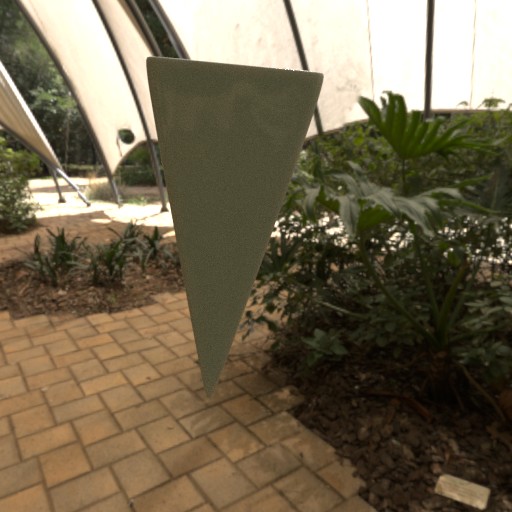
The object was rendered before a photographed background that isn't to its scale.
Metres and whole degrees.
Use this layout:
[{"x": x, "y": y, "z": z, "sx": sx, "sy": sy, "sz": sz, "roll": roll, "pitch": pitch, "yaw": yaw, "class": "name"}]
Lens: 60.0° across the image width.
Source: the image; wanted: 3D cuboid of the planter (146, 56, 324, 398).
[{"x": 0.000, "y": 0.000, "z": 0.222, "sx": 0.064, "sy": 0.178, "sz": 0.080, "roll": 7, "pitch": 16, "yaw": 25, "class": "planter"}]
